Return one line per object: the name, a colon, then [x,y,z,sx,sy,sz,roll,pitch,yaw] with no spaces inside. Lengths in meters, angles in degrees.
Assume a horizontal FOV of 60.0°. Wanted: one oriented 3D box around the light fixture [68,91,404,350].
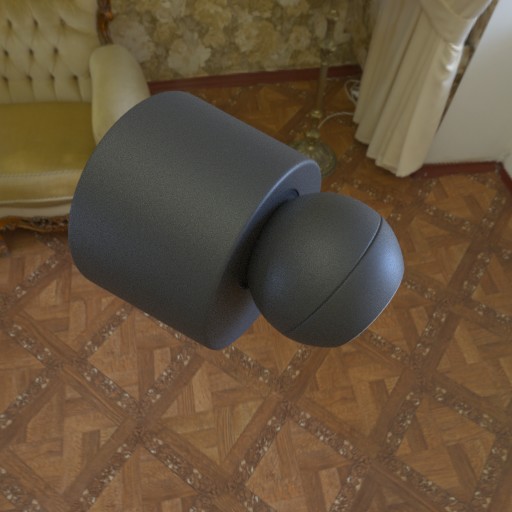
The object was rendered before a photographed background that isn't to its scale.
light fixture: [0.000,0.000,0.266,0.160,0.143,0.134,29,62,17]
